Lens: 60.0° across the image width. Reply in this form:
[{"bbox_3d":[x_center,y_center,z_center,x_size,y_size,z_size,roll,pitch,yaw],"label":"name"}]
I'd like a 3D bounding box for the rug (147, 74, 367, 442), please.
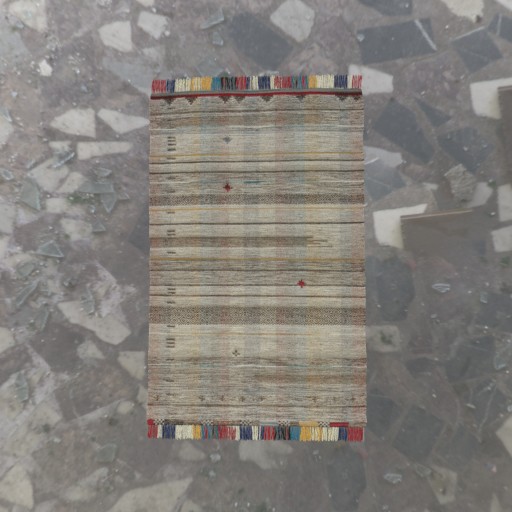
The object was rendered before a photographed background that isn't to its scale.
[{"bbox_3d":[0.000,0.000,2.977,1.465,0.012,2.465,0,88,2],"label":"rug"}]
